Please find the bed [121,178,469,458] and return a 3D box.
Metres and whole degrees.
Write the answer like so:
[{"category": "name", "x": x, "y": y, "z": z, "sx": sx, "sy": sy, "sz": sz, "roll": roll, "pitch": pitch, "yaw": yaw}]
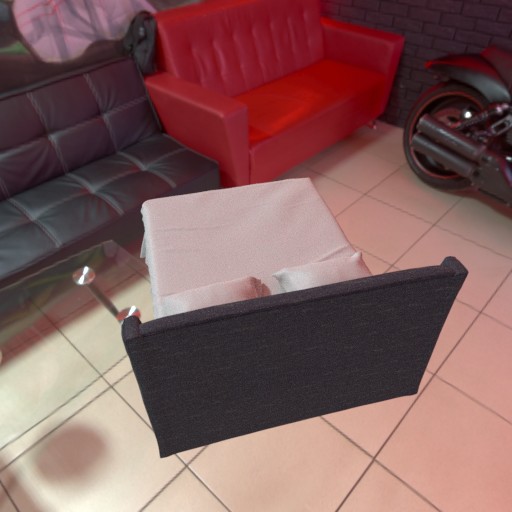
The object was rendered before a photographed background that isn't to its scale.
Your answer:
[{"category": "bed", "x": 0.000, "y": 0.000, "z": 3.541, "sx": 1.925, "sy": 1.332, "sz": 2.276, "roll": -10, "pitch": 43, "yaw": -11}]
